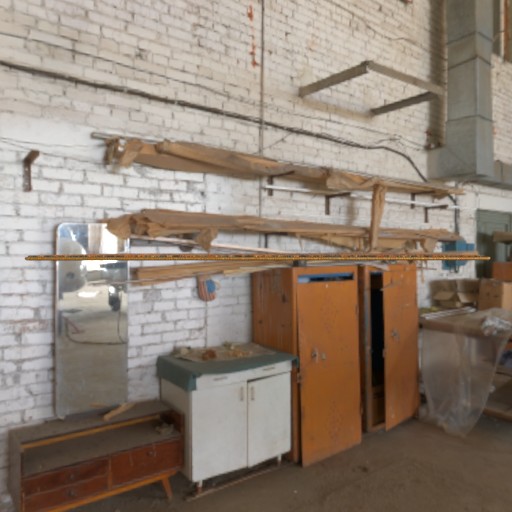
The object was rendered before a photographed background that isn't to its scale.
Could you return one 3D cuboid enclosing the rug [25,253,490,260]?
[{"bbox_3d":[0.000,0.000,2.883,2.204,0.024,1.588,0,1,-2],"label":"rug"}]
